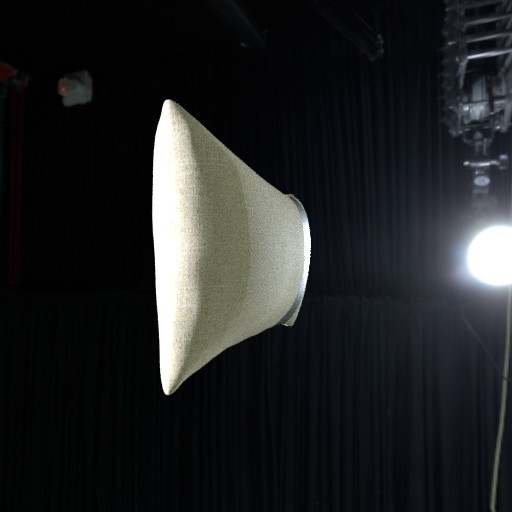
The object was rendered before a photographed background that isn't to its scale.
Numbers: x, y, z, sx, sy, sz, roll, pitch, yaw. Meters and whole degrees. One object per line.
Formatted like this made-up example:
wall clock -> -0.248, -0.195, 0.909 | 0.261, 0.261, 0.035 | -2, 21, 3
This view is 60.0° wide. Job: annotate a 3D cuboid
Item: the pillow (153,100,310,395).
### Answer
pillow -> 0.000, 0.000, 1.037 | 0.197, 0.429, 0.859 | 0, -2, 16
